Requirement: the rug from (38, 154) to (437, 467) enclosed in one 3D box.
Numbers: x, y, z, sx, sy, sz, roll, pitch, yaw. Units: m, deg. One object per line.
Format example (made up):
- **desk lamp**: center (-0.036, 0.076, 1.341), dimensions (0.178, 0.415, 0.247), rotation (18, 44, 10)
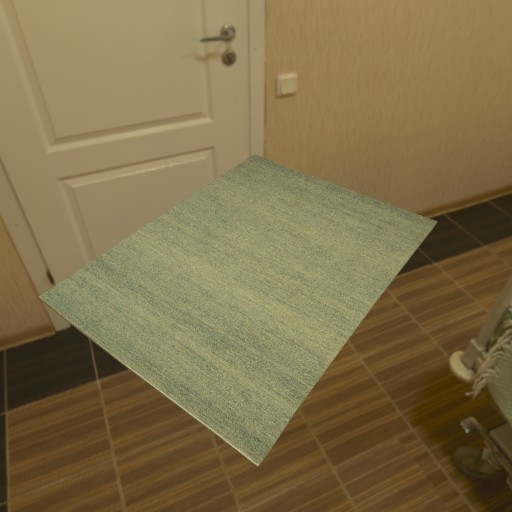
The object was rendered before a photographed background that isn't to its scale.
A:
- **rug**: center (0.000, 0.000, 4.354), dimensions (2.461, 0.046, 3.237), rotation (27, 48, 27)
